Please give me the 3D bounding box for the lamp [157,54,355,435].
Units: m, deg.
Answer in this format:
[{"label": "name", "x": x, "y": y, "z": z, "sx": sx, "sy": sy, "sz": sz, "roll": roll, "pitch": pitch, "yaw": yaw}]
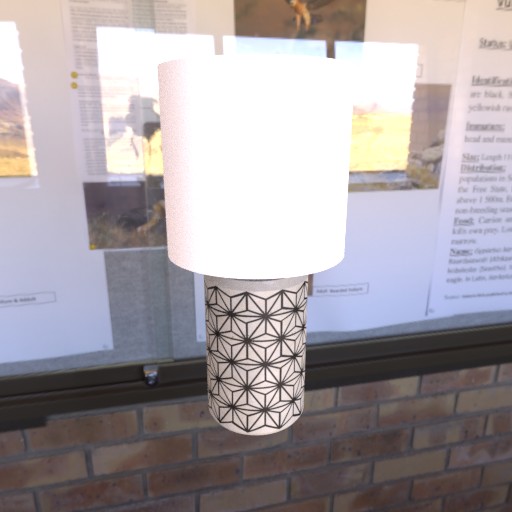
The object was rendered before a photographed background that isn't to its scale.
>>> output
[{"label": "lamp", "x": 0.000, "y": 0.000, "z": 0.531, "sx": 0.206, "sy": 0.416, "sz": 0.206, "roll": 16, "pitch": 23, "yaw": 43}]
